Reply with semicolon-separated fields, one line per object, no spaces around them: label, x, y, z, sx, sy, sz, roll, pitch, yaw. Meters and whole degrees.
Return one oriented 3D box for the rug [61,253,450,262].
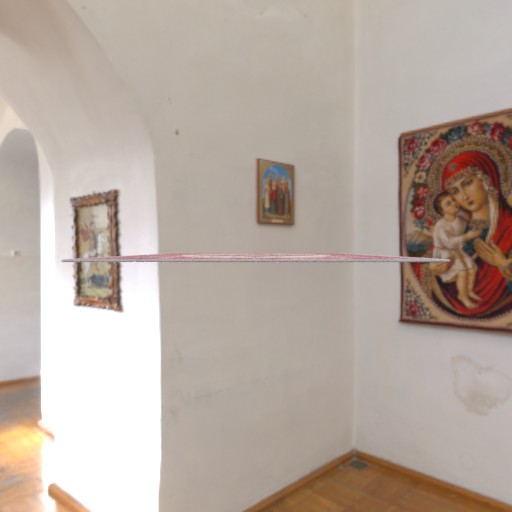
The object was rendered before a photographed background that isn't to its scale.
rug;0.000;0.000;2.874;1.555;0.011;2.232;0;1;0
